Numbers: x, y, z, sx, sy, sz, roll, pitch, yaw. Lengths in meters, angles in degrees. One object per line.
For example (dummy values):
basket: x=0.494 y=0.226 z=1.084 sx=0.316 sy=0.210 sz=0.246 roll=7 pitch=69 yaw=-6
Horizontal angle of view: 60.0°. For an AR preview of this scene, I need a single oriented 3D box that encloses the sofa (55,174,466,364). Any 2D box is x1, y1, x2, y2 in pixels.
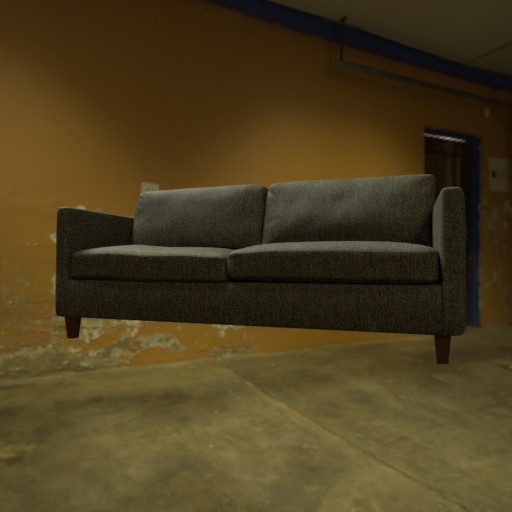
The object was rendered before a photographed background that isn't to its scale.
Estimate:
sofa: x=0.000 y=0.000 z=2.658 sx=2.208 sy=0.960 sz=0.948 roll=0 pitch=-1 yaw=19
